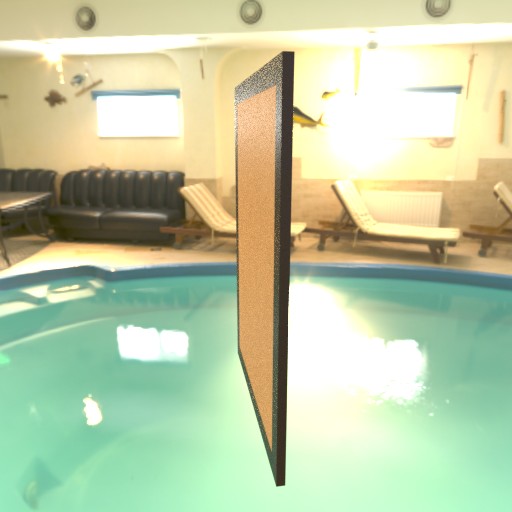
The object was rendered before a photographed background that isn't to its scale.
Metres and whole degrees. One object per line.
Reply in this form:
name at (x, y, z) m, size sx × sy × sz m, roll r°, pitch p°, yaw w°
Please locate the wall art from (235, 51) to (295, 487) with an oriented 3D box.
wall art at (0.000, 0.000, 0.700) m, size 0.013 × 0.534 × 0.381 m, roll -3°, pitch 16°, yaw -10°
